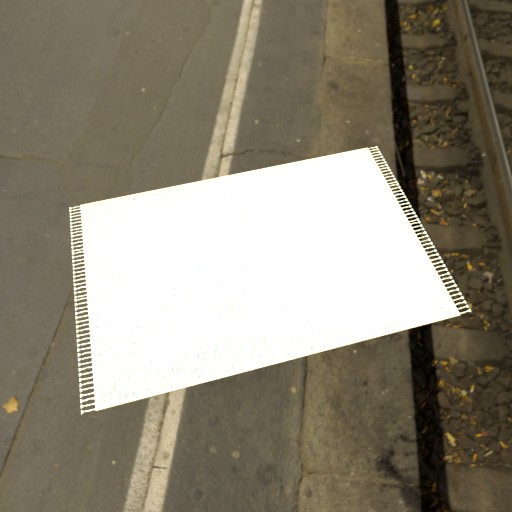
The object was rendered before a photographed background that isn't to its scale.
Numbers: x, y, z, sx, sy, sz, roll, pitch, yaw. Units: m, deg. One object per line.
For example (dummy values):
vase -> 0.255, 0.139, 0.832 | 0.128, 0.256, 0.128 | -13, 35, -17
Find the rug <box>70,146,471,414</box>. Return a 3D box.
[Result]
rug -> 0.000, 0.000, 3.044 | 2.438, 0.010, 1.524 | -13, 59, -8
